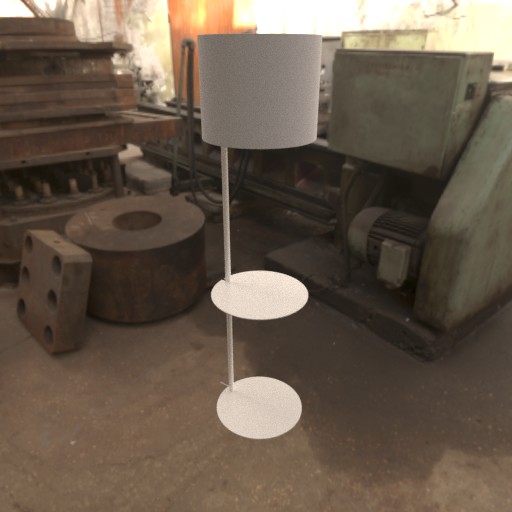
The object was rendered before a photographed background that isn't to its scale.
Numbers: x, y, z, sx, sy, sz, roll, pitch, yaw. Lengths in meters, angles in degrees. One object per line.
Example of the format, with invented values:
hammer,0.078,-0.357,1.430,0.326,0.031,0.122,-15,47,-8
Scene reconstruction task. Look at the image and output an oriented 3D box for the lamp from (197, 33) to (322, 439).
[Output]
lamp,0.000,0.000,1.643,0.405,1.465,0.372,17,30,33
